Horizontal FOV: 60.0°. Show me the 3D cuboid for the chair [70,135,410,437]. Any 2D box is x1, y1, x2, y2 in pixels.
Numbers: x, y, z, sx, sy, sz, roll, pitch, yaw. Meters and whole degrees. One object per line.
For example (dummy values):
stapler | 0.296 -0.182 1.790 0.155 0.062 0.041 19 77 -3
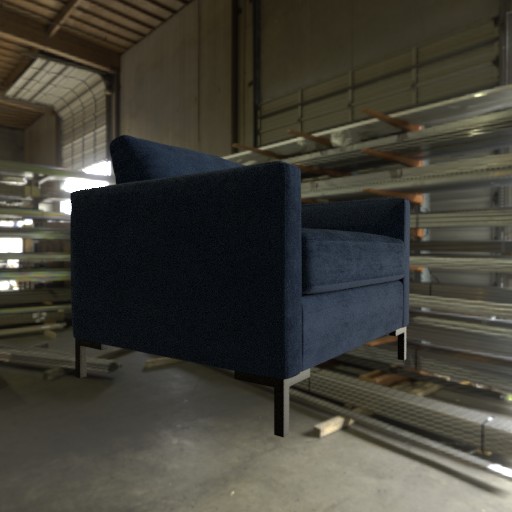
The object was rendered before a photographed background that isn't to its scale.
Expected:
chair | 0.000 0.000 1.601 0.875 0.812 0.964 0 1 36
